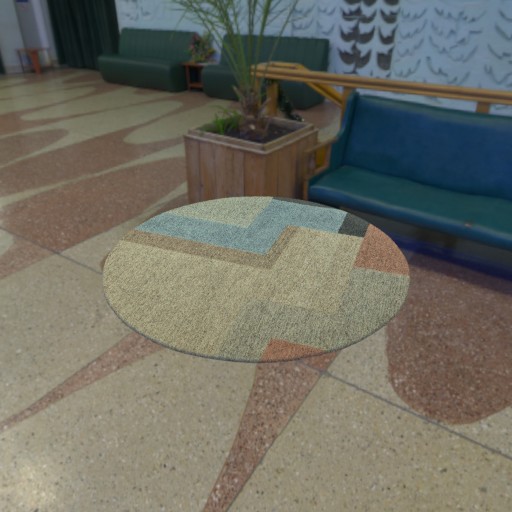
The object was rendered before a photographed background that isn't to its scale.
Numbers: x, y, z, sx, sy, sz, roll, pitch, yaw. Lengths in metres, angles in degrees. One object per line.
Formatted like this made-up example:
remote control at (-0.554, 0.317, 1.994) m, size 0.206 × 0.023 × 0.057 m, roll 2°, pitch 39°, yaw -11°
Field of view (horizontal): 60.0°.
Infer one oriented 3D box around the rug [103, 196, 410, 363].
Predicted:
rug at (0.000, 0.000, 3.685) m, size 2.461 × 0.033 × 2.461 m, roll 0°, pitch 31°, yaw 0°
